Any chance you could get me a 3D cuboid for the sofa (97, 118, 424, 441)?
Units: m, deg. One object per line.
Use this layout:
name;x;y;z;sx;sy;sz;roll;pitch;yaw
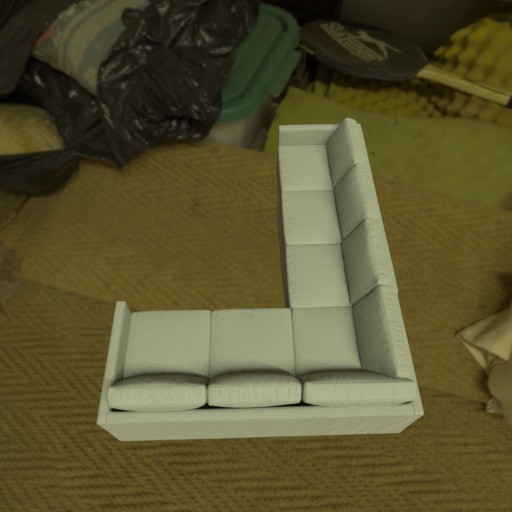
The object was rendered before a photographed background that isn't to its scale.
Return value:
sofa;0.000;0.000;4.310;2.432;0.871;3.182;-1;57;-1
